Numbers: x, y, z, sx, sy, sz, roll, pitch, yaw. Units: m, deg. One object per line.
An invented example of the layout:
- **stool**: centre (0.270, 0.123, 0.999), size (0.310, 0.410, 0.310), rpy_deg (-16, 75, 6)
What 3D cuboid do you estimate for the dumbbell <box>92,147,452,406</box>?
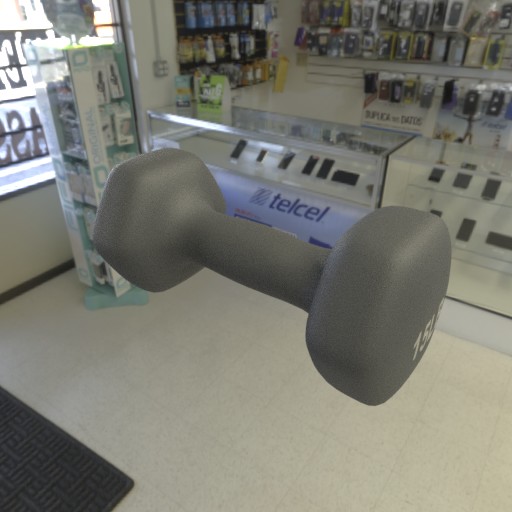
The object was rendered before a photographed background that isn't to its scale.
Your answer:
- **dumbbell**: centre (0.000, 0.000, 0.302), size (0.240, 0.105, 0.116), rpy_deg (21, 36, 32)
